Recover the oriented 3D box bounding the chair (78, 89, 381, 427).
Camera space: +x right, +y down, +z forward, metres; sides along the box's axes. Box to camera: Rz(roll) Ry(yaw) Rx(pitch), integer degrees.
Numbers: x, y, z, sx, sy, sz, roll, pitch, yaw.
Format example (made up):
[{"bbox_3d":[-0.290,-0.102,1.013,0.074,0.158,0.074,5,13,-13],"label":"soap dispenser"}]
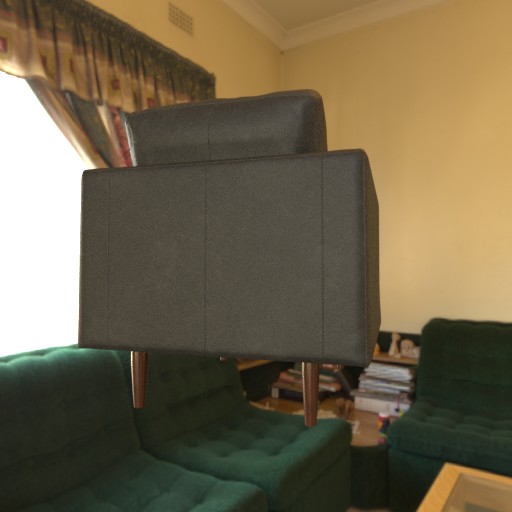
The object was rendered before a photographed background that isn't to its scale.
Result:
[{"bbox_3d":[0.000,0.000,1.568,0.831,0.898,0.879,0,-1,17],"label":"chair"}]
